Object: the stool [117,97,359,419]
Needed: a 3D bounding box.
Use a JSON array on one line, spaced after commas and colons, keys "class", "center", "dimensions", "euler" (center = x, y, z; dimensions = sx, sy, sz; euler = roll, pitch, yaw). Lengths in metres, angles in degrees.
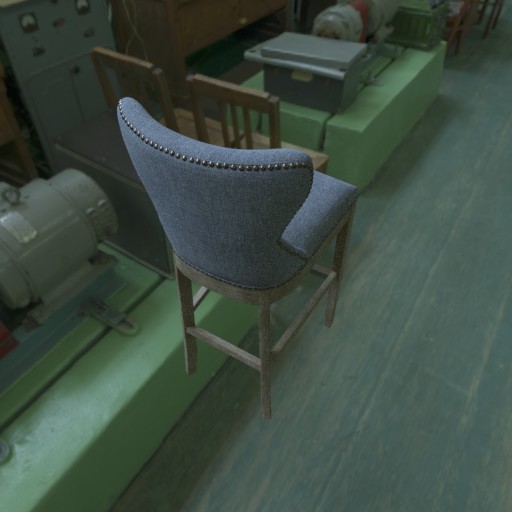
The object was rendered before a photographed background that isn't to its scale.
[{"class": "stool", "center": [0.000, 0.000, 1.430], "dimensions": [0.494, 1.123, 0.606], "euler": [23, 49, 21]}]
